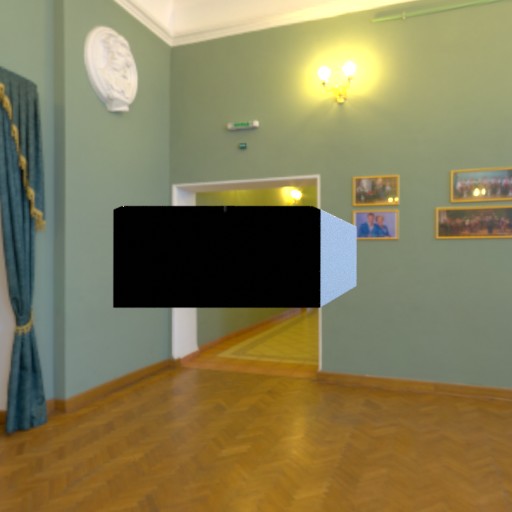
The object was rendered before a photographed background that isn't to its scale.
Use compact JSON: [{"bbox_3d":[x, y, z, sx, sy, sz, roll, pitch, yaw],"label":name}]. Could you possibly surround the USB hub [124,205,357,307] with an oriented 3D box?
[{"bbox_3d":[0.000,0.000,0.125,0.044,0.023,0.110,0,0,19],"label":"USB hub"}]
